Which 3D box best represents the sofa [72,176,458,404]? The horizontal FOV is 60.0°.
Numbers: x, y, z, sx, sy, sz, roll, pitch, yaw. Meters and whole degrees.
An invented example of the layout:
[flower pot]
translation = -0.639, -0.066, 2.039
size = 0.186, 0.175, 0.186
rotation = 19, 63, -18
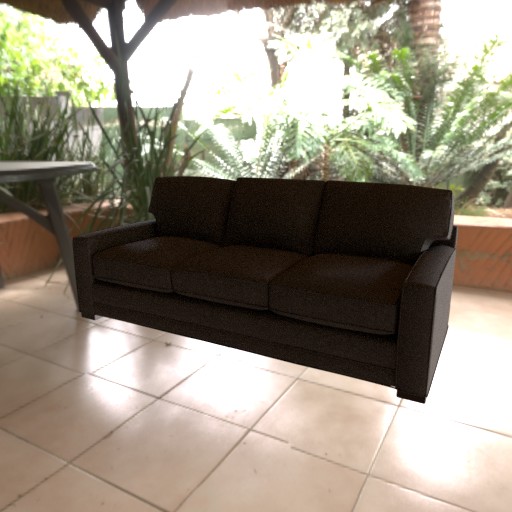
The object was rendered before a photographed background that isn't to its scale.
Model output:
[sofa]
translation = 0.000, 0.000, 2.946
size = 2.369, 0.978, 1.004
rotation = 7, 16, 27
